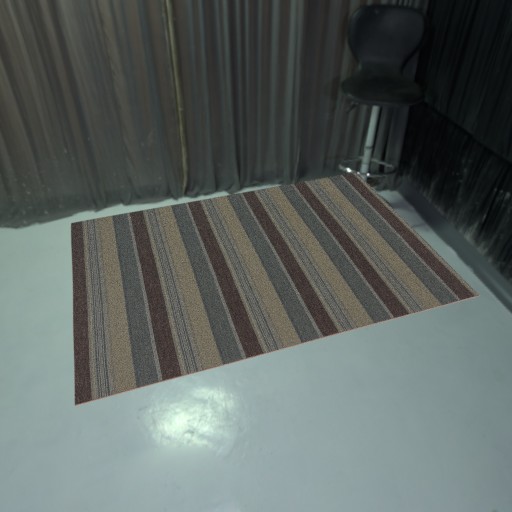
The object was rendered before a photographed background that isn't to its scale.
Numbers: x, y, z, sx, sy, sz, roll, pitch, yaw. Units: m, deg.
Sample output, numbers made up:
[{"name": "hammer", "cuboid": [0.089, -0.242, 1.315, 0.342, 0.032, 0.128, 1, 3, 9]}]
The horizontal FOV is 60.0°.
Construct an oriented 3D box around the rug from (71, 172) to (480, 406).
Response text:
[{"name": "rug", "cuboid": [0.000, 0.000, 2.314, 1.829, 0.008, 1.219, -12, 42, -14]}]
